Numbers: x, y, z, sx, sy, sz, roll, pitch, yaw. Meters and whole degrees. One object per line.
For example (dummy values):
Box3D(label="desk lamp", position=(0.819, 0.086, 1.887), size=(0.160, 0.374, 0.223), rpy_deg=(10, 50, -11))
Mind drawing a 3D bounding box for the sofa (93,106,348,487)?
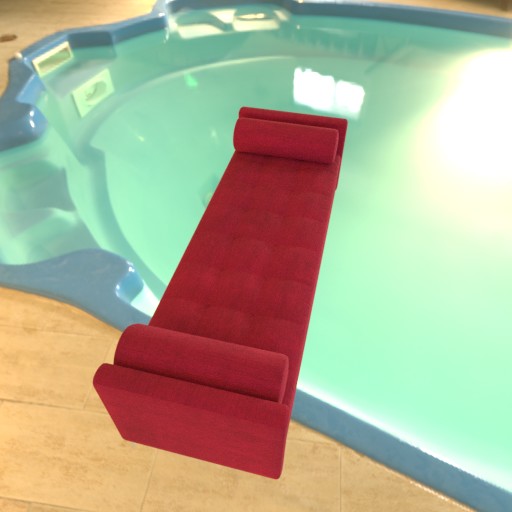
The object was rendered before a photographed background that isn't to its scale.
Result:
Box3D(label="sofa", position=(0.000, 0.000, 2.332), size=(0.686, 0.635, 1.981), rpy_deg=(10, 47, 10))
